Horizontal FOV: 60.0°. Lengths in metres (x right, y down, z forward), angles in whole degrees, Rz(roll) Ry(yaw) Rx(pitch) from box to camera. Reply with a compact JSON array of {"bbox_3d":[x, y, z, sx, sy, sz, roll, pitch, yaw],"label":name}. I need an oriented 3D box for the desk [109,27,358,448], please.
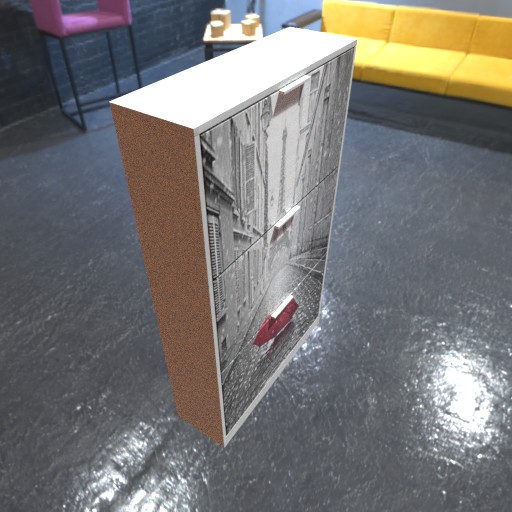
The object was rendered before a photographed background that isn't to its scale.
[{"bbox_3d":[0.000,0.000,1.547,0.250,1.280,0.750,24,46,25],"label":"desk"}]
